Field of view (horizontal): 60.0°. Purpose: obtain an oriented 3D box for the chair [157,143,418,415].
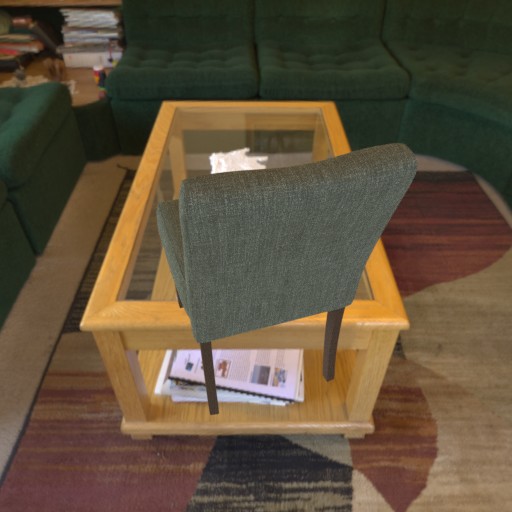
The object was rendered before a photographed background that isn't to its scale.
[{"bbox_3d":[0.000,0.000,1.255,0.487,0.884,0.629,-12,43,-13],"label":"chair"}]
